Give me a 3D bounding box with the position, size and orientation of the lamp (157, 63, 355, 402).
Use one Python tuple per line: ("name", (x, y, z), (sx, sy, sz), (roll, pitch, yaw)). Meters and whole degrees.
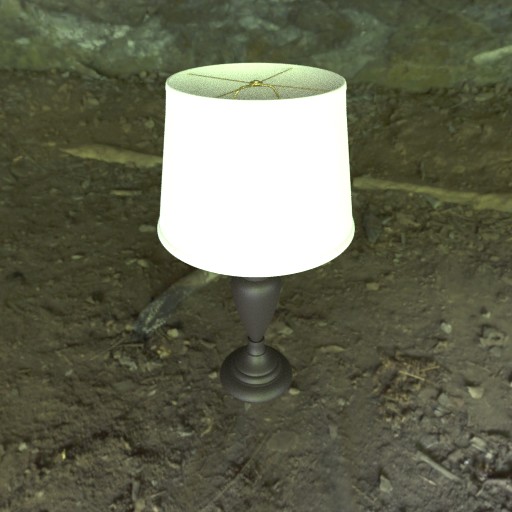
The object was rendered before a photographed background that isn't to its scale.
("lamp", (0.000, 0.000, 0.806), (0.335, 0.611, 0.335), (0, 33, 0))
